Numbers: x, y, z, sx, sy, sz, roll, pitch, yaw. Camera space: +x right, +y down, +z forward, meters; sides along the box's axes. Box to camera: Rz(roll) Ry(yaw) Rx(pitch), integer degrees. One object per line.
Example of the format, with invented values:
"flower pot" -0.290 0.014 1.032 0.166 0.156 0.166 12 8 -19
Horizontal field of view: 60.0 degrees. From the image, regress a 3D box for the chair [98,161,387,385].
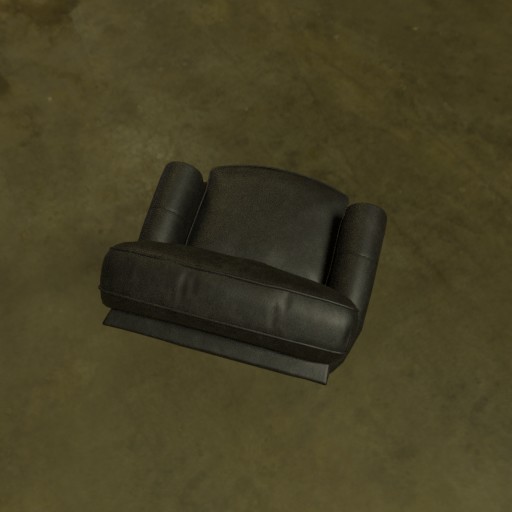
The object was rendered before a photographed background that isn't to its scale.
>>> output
"chair" 0.000 0.000 1.758 0.936 1.018 0.986 14 64 7
